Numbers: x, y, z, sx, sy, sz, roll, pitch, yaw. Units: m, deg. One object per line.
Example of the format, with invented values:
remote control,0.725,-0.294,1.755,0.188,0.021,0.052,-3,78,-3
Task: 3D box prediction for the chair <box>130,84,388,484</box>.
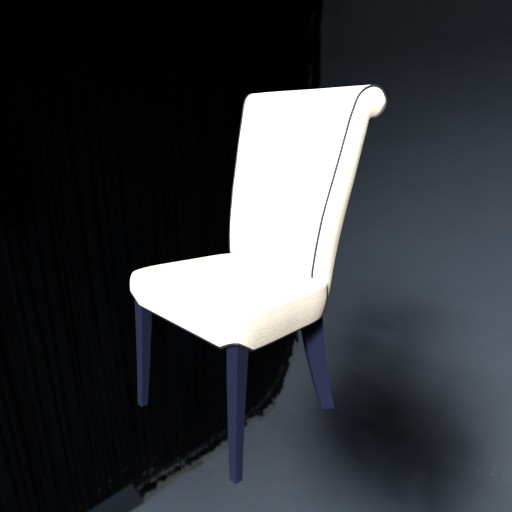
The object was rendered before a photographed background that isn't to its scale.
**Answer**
chair,0.000,0.000,1.371,0.623,0.997,0.522,-15,22,-42
